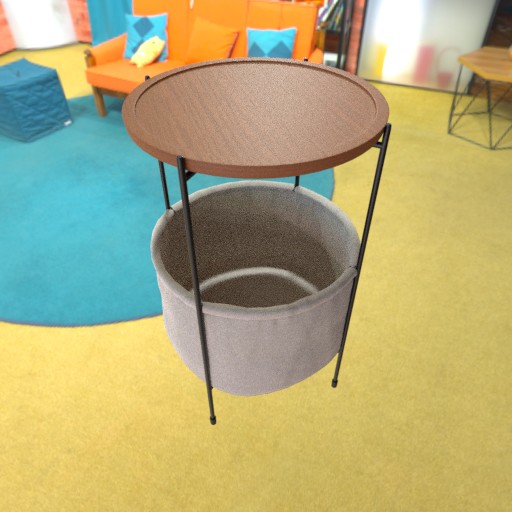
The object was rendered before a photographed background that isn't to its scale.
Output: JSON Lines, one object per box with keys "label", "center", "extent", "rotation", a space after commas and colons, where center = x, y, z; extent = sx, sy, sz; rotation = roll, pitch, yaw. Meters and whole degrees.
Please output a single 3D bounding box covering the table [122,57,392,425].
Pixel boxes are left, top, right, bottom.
{"label": "table", "center": [0.000, 0.000, 0.860], "extent": [0.393, 0.623, 0.393], "rotation": [-12, 43, -14]}
